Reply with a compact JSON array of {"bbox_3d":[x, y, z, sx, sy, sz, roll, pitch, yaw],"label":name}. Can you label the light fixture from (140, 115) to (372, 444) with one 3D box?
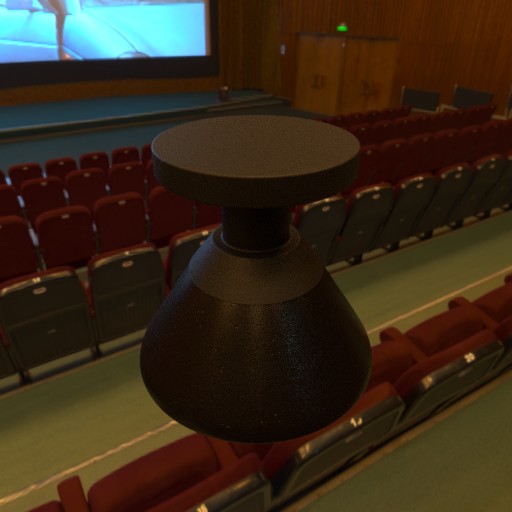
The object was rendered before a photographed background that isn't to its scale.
[{"bbox_3d":[0.000,0.000,0.345,0.200,0.183,0.200,0,31,0],"label":"light fixture"}]
